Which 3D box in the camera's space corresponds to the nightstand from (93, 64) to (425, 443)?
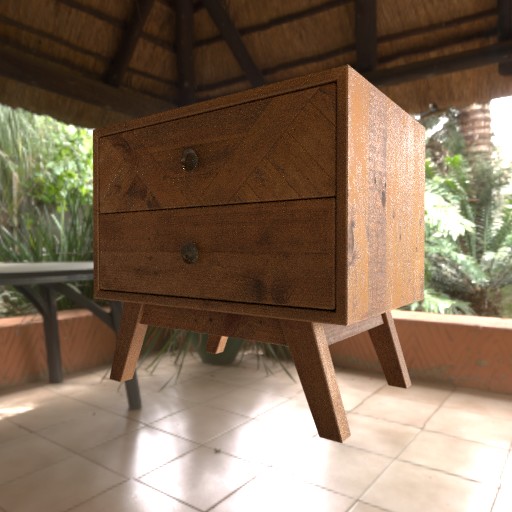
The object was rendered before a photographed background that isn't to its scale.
[{"bbox_3d":[0.000,0.000,1.044,0.650,0.599,0.450,1,1,35],"label":"nightstand"}]
